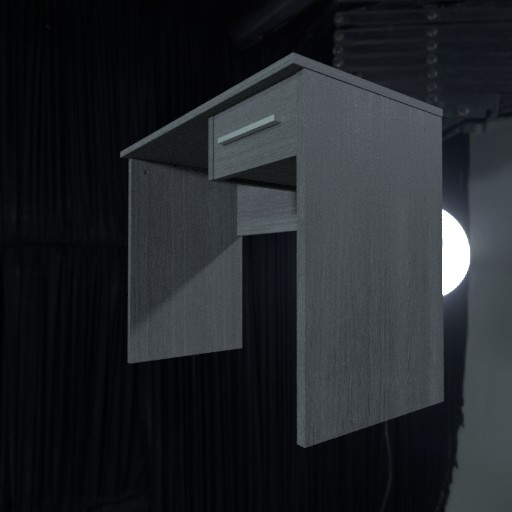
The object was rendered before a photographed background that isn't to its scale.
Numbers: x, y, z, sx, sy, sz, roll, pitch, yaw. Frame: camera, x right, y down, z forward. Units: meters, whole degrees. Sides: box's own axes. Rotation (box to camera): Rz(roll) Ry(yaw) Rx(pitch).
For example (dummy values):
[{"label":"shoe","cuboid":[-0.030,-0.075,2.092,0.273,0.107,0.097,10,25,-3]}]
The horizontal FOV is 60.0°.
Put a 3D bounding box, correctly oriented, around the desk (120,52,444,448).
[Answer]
[{"label":"desk","cuboid":[0.000,0.000,1.308,0.498,0.724,0.893,1,-1,-37]}]
